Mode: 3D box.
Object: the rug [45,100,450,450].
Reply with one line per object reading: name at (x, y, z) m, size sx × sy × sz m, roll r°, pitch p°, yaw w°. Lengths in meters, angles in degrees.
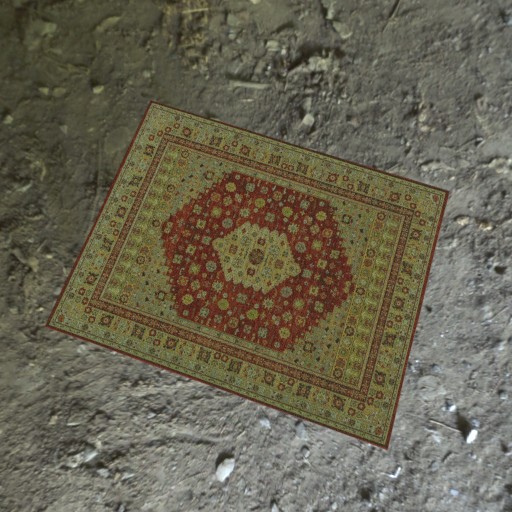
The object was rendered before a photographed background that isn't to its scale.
rug at (0.000, 0.000, 4.003) m, size 3.053 × 0.013 × 2.387 m, roll 18°, pitch 75°, yaw 5°
